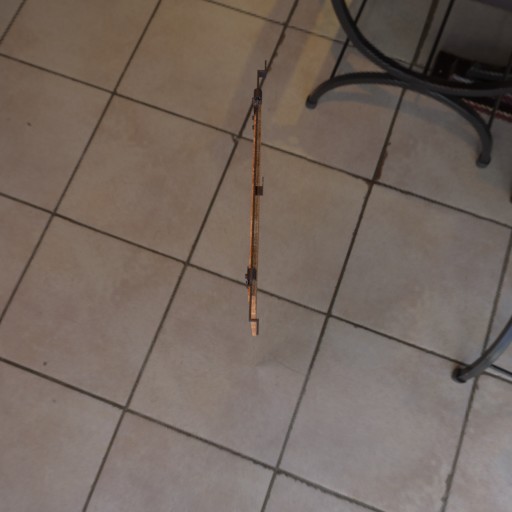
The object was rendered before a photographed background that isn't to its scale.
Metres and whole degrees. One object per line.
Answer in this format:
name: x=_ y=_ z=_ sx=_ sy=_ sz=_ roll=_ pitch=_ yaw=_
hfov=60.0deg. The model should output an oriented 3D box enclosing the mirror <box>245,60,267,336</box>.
mirror: x=0.000 y=0.000 z=2.100 sx=0.042 sy=1.793 sz=0.847 roll=2 pitch=76 yaw=0
